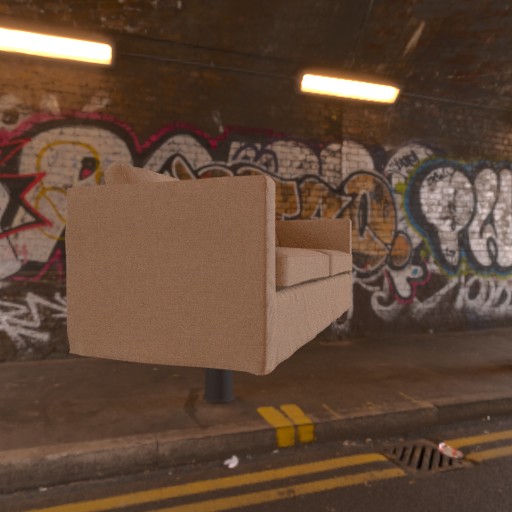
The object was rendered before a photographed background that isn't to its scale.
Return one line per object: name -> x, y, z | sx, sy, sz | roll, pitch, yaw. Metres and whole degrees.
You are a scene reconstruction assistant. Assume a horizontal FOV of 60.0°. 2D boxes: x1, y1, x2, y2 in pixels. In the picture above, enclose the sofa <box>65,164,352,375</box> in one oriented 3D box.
sofa -> 0.000, 0.000, 2.803 | 0.956, 0.847, 2.296 | 0, 0, 20
